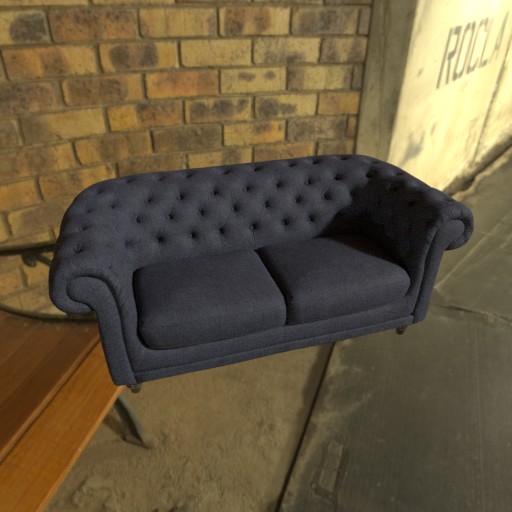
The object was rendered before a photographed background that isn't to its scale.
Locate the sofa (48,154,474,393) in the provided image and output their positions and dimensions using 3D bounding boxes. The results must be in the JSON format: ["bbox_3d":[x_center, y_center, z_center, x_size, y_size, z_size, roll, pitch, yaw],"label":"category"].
[{"bbox_3d":[0.000,0.000,2.503,1.988,0.833,1.082,-9,33,-14],"label":"sofa"}]
